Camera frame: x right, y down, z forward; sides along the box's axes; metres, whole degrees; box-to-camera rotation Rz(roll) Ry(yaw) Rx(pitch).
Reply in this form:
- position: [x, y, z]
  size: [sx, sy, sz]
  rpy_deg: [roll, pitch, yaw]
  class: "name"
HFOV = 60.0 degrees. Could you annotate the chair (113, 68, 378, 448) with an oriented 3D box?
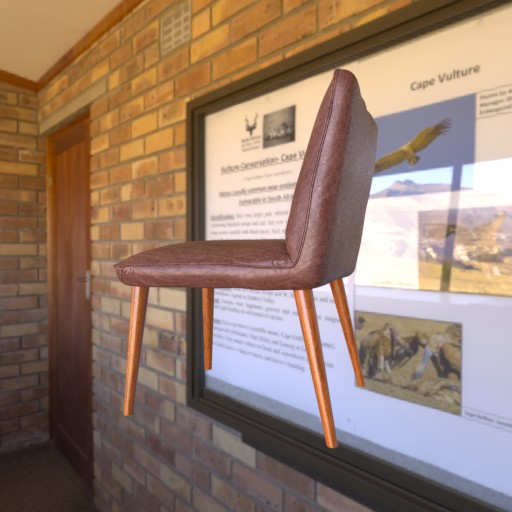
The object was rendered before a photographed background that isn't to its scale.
- position: [0.000, 0.000, 1.236]
  size: [0.645, 0.803, 0.543]
  rpy_deg: [0, 1, 17]
  class: "chair"
